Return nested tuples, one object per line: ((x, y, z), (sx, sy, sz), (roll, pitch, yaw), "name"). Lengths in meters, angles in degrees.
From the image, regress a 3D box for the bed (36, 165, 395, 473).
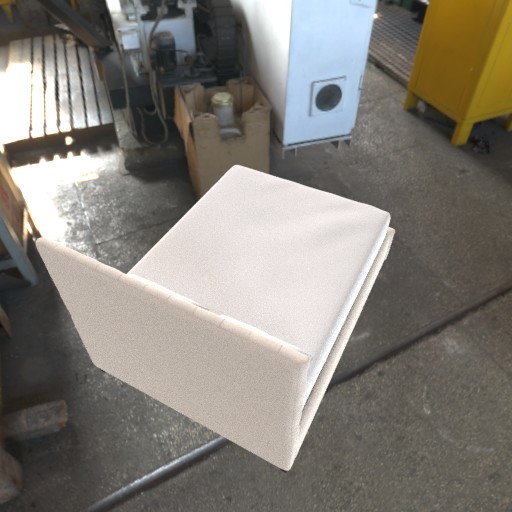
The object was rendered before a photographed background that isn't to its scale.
((0.000, 0.000, 3.404), (1.696, 1.426, 2.233), (21, 50, 19), "bed")
